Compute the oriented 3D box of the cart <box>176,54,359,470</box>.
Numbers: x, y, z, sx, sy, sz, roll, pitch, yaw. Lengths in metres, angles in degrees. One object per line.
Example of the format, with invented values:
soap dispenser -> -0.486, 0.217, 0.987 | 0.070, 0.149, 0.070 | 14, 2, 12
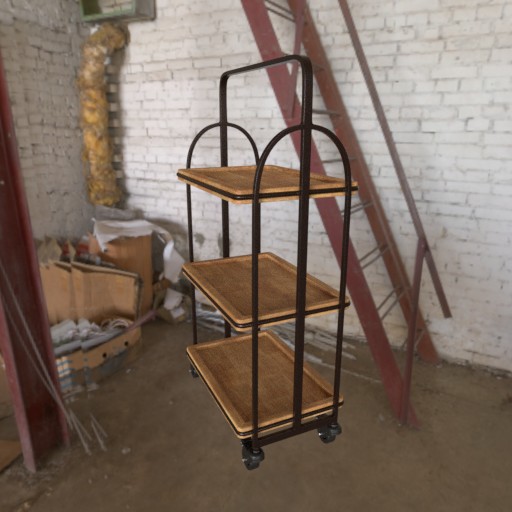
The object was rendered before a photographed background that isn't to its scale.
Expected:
cart -> 0.000, 0.000, 1.256 | 0.327, 1.001, 0.553 | -8, 19, -24
